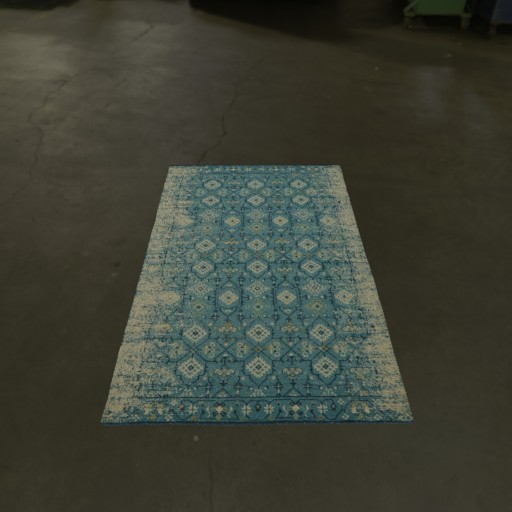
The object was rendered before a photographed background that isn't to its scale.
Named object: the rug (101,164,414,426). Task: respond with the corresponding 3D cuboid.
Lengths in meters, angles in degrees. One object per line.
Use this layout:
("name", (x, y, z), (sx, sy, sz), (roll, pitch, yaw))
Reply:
("rug", (0.000, 0.000, 3.051), (1.530, 0.015, 2.449), (0, 42, 0))
